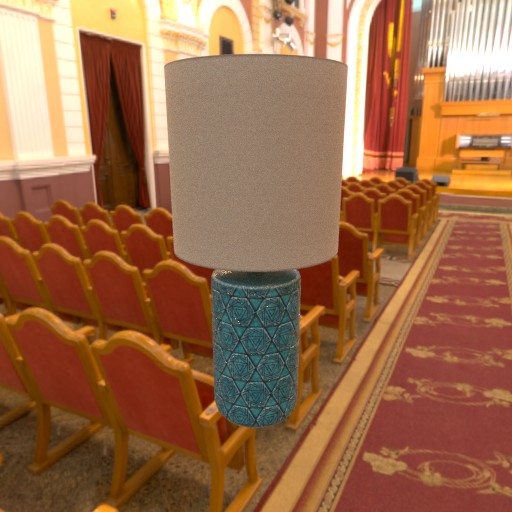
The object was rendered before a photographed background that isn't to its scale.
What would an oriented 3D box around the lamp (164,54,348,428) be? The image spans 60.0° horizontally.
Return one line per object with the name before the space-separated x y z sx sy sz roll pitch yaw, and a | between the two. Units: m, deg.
lamp | 0.000 0.000 0.763 0.278 0.597 0.278 8 17 26
